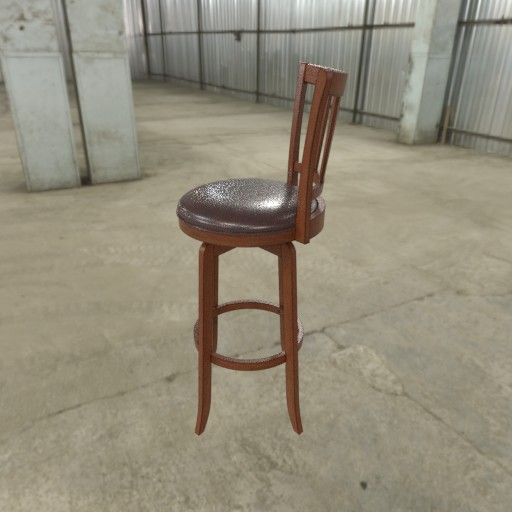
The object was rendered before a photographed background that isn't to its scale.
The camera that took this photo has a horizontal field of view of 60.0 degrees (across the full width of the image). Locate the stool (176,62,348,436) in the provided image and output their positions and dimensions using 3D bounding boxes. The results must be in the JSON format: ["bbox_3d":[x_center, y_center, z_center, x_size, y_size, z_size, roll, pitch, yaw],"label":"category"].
[{"bbox_3d":[0.000,0.000,1.485,0.503,1.177,0.464,0,25,-1],"label":"stool"}]
